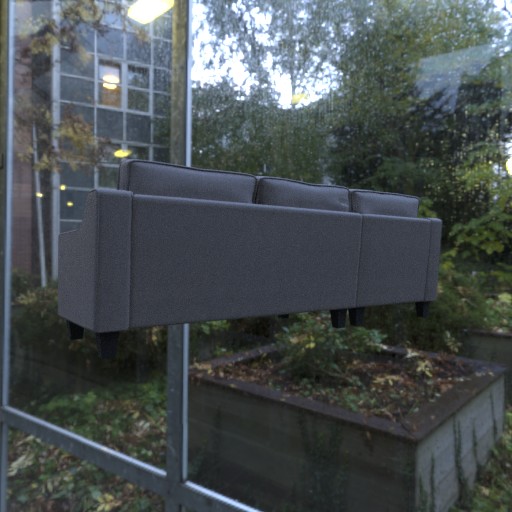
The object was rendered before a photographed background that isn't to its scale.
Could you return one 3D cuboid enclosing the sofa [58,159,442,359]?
[{"bbox_3d":[0.000,0.000,3.129,2.561,0.928,1.294,0,0,-35],"label":"sofa"}]
